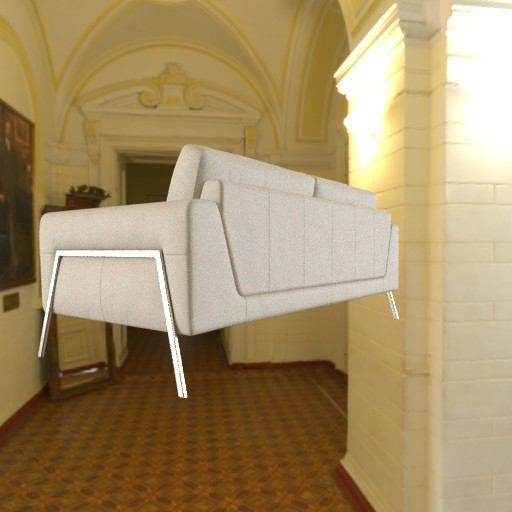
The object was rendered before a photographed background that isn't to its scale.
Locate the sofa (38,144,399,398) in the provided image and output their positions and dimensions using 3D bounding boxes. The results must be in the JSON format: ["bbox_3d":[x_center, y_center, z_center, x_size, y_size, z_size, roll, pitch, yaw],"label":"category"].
[{"bbox_3d":[0.000,0.000,2.496,0.953,0.875,2.017,1,1,37],"label":"sofa"}]
